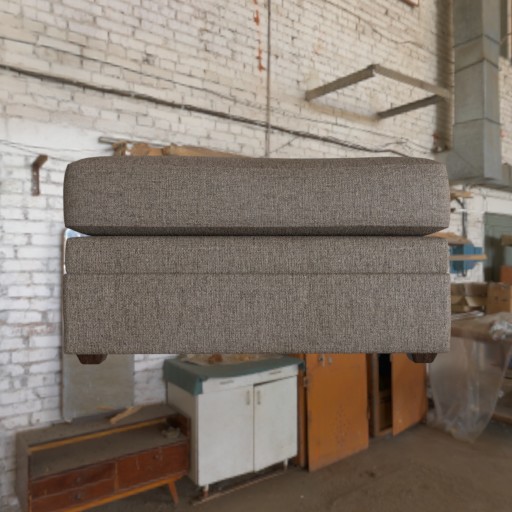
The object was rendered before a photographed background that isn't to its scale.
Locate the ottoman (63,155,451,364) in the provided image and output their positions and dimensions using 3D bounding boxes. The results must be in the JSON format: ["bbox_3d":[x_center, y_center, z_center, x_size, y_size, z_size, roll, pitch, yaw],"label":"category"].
[{"bbox_3d":[0.000,0.000,1.259,0.885,0.478,0.637,0,0,-1],"label":"ottoman"}]
